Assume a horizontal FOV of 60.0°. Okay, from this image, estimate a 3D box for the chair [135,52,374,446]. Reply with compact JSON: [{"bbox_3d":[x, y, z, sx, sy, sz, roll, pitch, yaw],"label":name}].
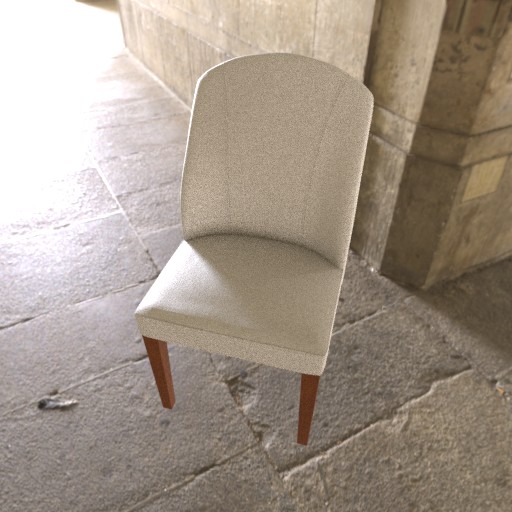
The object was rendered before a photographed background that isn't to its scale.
[{"bbox_3d":[0.000,0.000,1.188,0.472,0.893,0.540,10,40,12],"label":"chair"}]
